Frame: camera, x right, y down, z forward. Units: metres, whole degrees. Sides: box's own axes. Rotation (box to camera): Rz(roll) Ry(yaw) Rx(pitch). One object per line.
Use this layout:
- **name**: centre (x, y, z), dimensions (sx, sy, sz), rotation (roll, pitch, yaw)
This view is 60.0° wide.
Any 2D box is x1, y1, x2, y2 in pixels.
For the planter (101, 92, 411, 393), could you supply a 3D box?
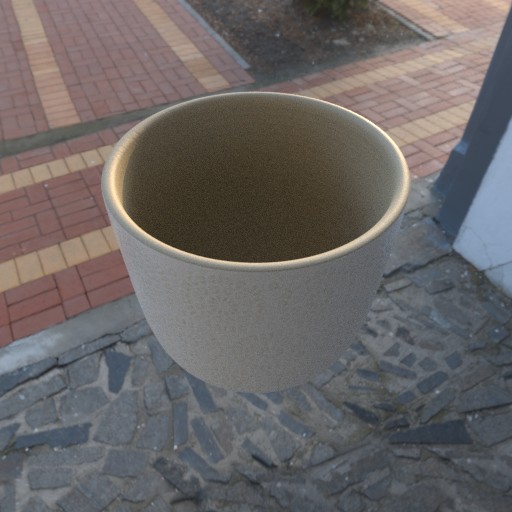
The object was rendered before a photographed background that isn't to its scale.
- **planter**: centre (0.000, 0.000, 0.373), dimensions (0.208, 0.190, 0.208), rotation (0, 46, 0)
